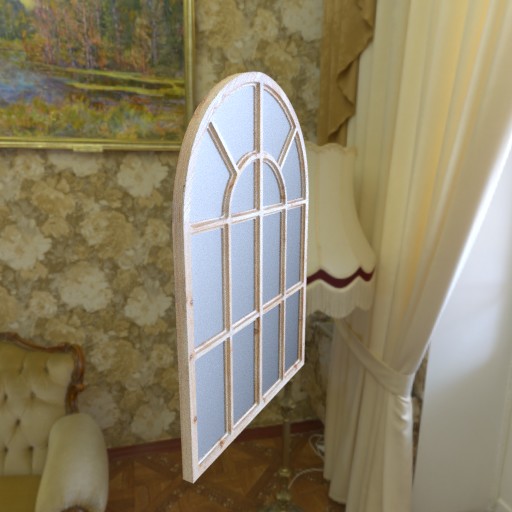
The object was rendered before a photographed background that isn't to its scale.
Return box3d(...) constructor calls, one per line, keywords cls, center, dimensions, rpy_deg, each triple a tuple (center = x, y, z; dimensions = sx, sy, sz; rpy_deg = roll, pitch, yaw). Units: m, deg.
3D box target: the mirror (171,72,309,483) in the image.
box3d(cls="mirror", center=(0.000, 0.000, 1.191), dimensions=(0.032, 0.920, 0.660), rpy_deg=(7, 15, 27))
